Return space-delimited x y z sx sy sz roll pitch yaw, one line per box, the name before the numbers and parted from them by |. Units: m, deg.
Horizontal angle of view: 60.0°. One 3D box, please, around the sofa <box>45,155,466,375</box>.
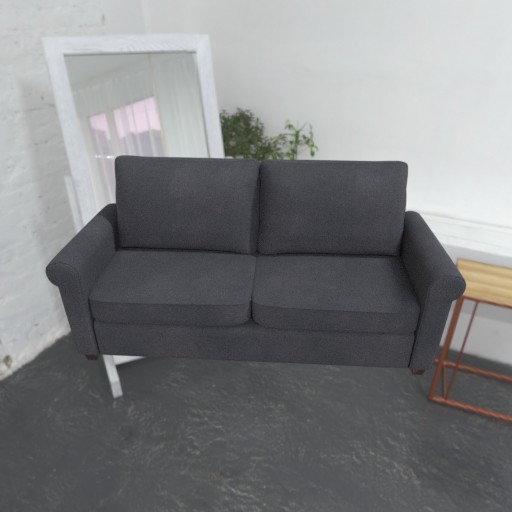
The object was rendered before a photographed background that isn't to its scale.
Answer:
sofa | 0.000 0.000 2.444 1.935 0.942 0.842 2 30 3
